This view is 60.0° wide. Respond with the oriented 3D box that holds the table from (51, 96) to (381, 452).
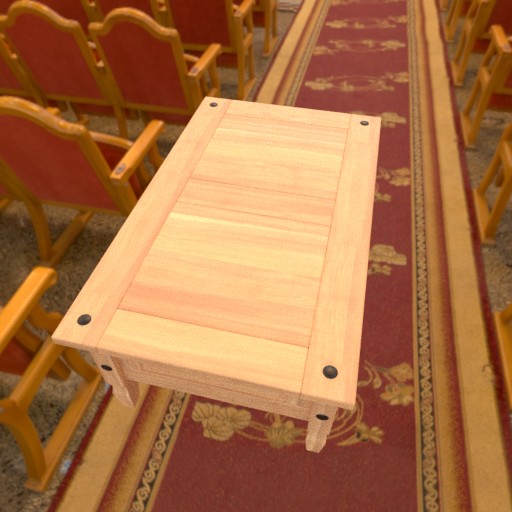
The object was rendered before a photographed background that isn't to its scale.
[{"bbox_3d":[0.000,0.000,1.319,0.600,0.437,1.000,10,48,9],"label":"table"}]
